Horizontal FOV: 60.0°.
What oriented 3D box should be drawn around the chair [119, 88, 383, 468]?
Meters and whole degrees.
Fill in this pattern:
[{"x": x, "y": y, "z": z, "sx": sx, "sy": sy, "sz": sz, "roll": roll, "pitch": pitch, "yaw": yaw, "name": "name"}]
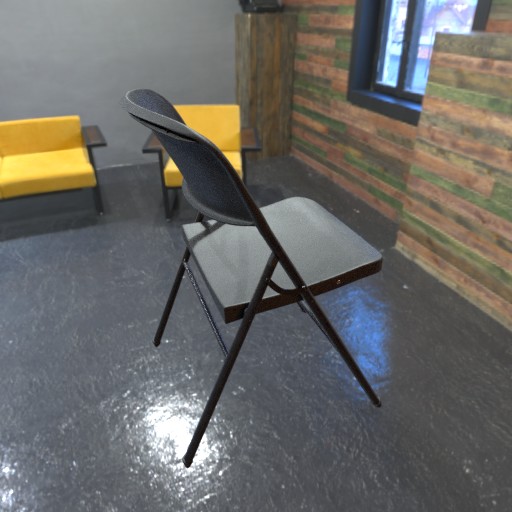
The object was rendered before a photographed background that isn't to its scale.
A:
[{"x": 0.000, "y": 0.000, "z": 1.143, "sx": 0.566, "sy": 0.810, "sz": 0.494, "roll": -10, "pitch": 31, "yaw": -17, "name": "chair"}]
